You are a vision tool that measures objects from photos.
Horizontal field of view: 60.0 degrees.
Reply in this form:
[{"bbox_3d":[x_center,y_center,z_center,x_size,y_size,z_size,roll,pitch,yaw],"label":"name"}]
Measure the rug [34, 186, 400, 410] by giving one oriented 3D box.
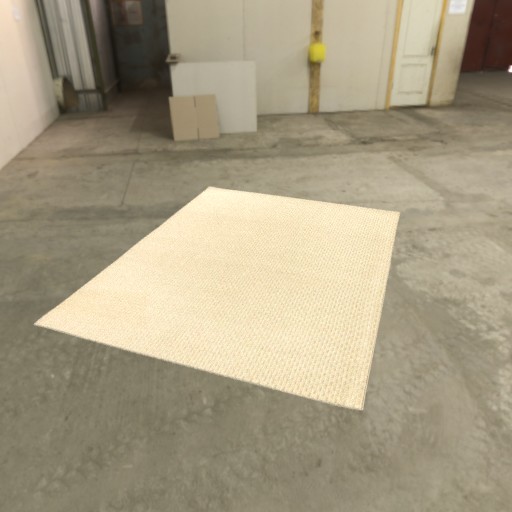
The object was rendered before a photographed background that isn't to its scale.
[{"bbox_3d":[0.000,0.000,3.945,2.277,0.035,2.897,10,31,17],"label":"rug"}]
